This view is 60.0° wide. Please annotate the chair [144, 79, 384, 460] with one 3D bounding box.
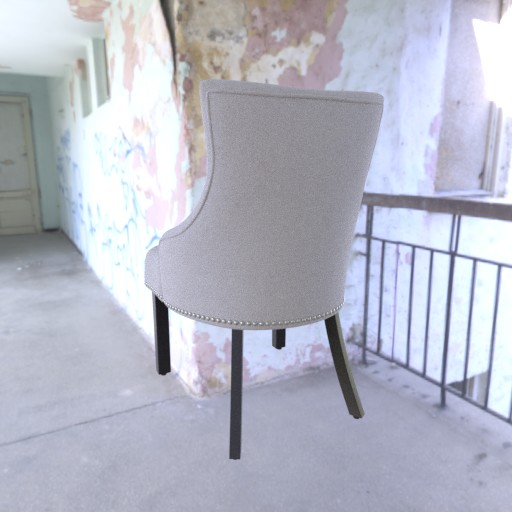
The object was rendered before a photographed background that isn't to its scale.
[{"bbox_3d":[0.000,0.000,1.347,0.566,0.909,0.629,-6,14,-27],"label":"chair"}]
